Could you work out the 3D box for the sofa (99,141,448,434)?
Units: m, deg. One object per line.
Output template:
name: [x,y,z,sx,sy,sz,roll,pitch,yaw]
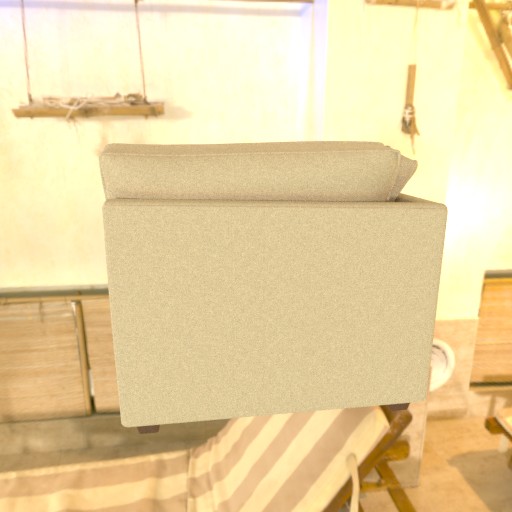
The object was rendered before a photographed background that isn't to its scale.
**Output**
sofa: [0.000,0.000,1.848,1.042,0.937,1.050,-2,15,-8]
